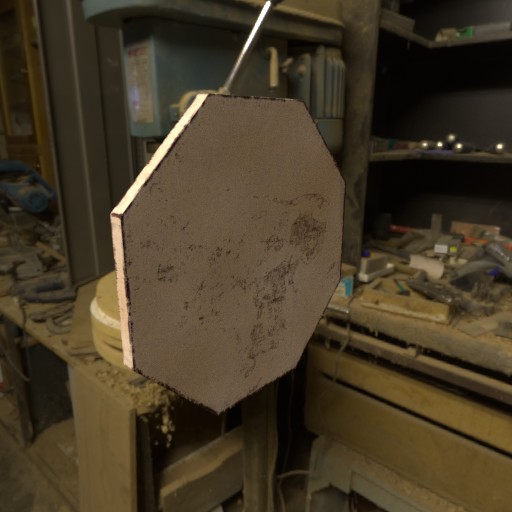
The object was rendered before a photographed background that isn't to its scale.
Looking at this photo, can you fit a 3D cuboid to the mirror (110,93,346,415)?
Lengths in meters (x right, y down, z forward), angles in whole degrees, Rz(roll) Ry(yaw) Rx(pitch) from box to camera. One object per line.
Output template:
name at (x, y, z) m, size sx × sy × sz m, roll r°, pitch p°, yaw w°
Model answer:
mirror at (0.000, 0.000, 0.959) m, size 0.031 × 0.648 × 0.648 m, roll 15°, pitch 22°, yaw 41°
